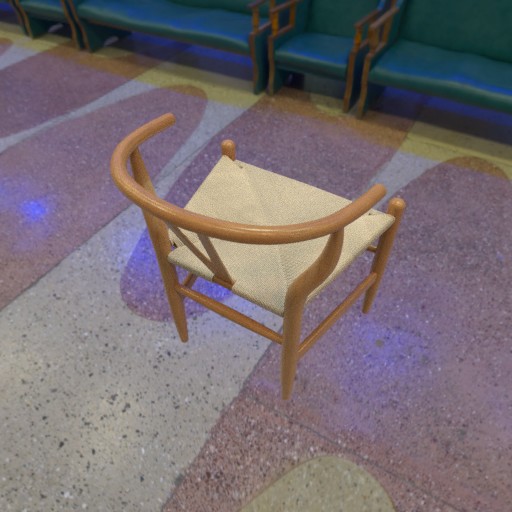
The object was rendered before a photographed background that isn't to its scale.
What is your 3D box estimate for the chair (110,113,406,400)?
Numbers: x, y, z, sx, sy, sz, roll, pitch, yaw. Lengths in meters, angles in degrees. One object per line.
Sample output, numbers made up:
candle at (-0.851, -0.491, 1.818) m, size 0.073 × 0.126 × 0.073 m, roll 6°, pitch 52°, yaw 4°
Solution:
chair at (0.000, 0.000, 1.152) m, size 0.569 × 0.730 × 0.579 m, roll 24°, pitch 51°, yaw 21°
